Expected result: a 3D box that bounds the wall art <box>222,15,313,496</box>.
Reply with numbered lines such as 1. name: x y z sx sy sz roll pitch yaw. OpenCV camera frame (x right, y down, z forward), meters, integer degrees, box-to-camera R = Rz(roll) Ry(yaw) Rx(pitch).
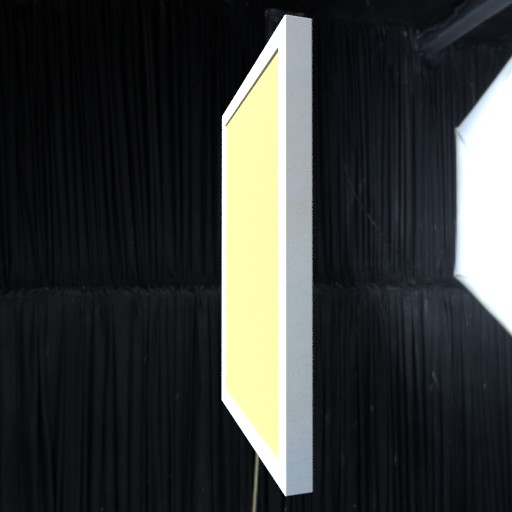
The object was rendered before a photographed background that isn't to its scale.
1. wall art: 0.000 0.000 0.763 0.038 0.611 0.408 0 -1 -16
